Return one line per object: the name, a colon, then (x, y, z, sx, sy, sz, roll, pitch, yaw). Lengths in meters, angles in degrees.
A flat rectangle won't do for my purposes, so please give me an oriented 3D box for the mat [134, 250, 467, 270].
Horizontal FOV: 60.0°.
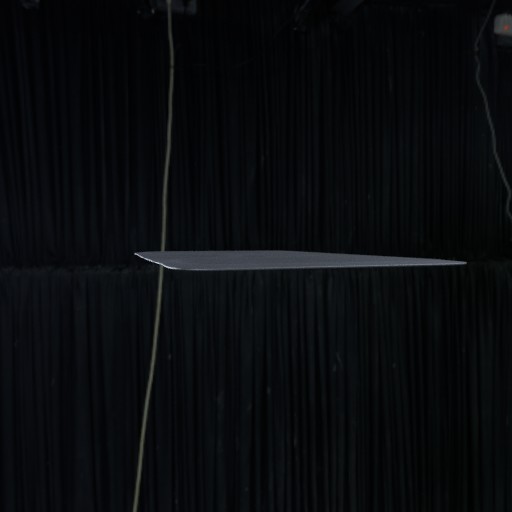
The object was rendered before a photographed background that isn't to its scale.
mat: (0.000, 0.000, 1.868, 0.918, 0.013, 1.524, -1, 2, -19)
